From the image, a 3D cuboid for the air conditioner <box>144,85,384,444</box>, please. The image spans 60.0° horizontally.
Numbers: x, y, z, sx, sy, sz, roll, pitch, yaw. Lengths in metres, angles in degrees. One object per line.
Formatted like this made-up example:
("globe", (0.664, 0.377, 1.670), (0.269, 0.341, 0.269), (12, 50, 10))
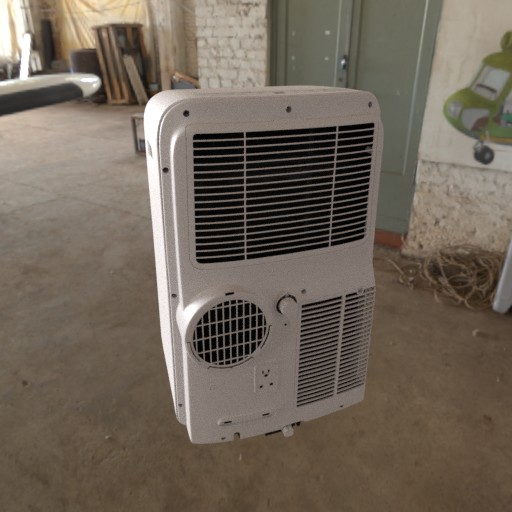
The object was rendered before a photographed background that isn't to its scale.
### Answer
("air conditioner", (0.000, 0.000, 1.067), (0.478, 0.765, 0.467), (-9, 27, -17))
